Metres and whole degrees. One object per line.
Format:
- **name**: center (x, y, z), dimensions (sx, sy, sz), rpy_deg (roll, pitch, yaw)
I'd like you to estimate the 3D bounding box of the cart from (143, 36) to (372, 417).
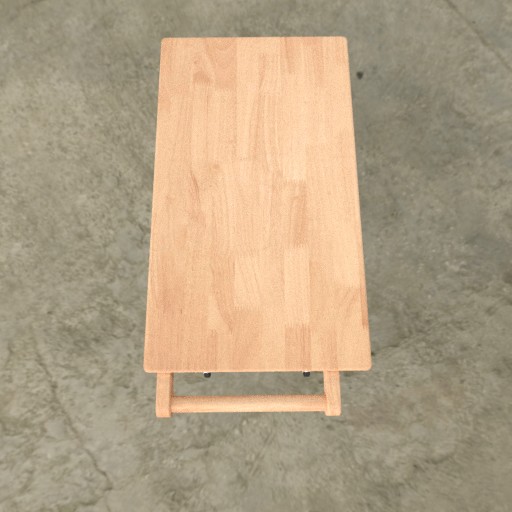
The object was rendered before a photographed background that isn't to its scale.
- **cart**: center (0.000, 0.000, 1.345), dimensions (0.432, 0.879, 0.853), rpy_deg (-1, 75, 0)
